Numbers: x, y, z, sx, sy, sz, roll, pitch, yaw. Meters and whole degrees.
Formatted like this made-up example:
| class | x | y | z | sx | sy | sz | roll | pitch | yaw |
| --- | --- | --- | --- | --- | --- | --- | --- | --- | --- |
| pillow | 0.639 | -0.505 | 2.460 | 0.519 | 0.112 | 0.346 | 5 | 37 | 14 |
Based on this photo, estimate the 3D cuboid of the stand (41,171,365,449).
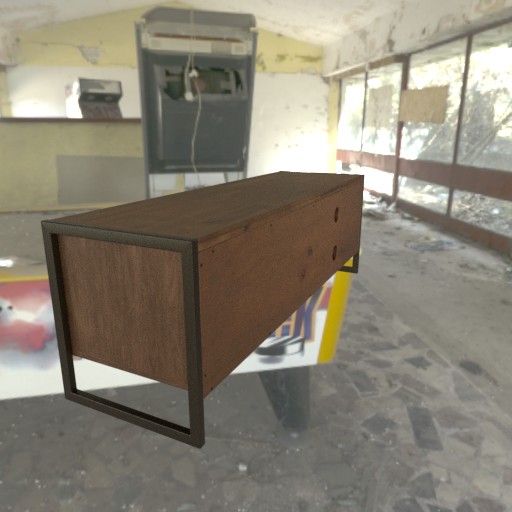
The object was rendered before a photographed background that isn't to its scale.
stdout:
| class | x | y | z | sx | sy | sz | roll | pitch | yaw |
| --- | --- | --- | --- | --- | --- | --- | --- | --- | --- |
| stand | 0.000 | 0.000 | 1.705 | 0.454 | 0.506 | 1.480 | 8 | 18 | 26 |
